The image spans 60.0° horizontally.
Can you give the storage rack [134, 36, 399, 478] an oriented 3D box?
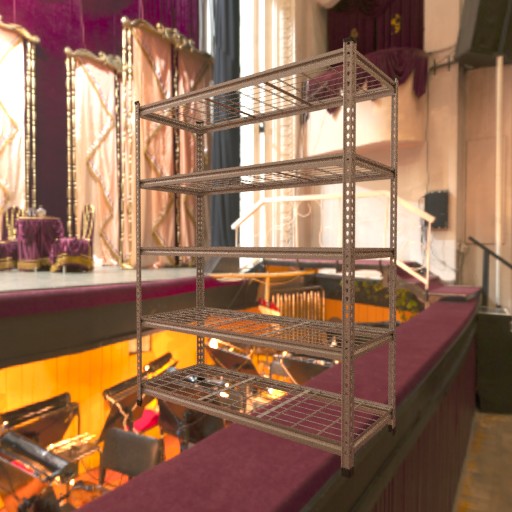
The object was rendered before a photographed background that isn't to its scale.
[{"bbox_3d":[0.000,0.000,2.682,1.524,1.981,0.610,1,2,37],"label":"storage rack"}]
